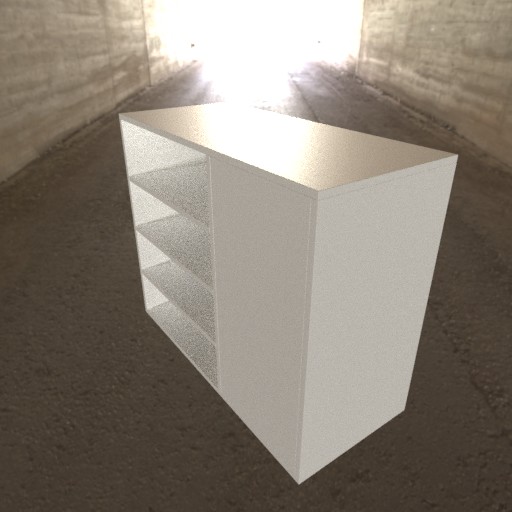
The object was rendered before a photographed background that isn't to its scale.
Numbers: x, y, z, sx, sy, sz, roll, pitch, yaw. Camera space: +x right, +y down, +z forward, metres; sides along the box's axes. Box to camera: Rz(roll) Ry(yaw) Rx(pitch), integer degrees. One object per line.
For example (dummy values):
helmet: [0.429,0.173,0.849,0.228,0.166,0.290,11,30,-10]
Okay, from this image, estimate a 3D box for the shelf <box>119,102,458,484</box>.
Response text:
shelf: [0.000,0.000,1.312,0.396,0.732,0.895,-18,33,-31]
